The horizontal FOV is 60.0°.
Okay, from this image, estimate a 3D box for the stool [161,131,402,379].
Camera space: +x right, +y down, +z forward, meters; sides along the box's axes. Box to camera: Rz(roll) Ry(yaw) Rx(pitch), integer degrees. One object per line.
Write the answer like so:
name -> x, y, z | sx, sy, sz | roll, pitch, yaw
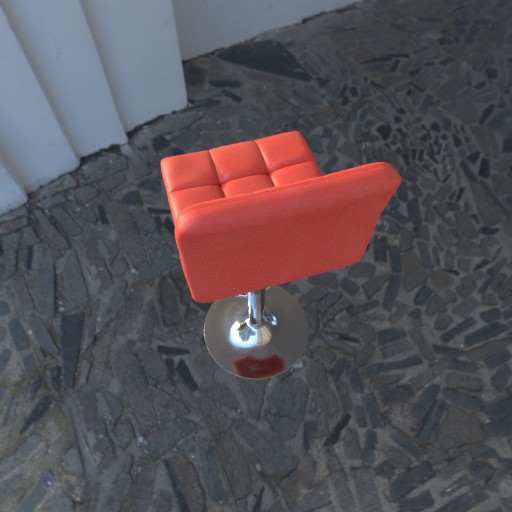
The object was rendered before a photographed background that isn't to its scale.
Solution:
stool -> 0.000, 0.000, 1.342 | 0.430, 1.115, 0.505 | -14, 59, -9
